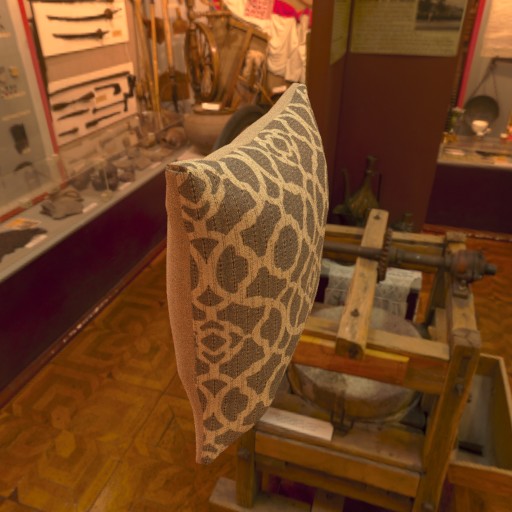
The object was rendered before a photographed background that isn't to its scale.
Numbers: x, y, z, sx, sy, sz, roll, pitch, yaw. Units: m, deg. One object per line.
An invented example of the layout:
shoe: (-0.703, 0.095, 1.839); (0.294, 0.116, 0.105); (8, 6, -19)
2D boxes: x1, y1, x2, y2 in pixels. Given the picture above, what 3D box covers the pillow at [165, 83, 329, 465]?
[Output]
pillow: (0.000, 0.000, 0.784); (0.215, 0.498, 0.508); (10, 33, 17)
